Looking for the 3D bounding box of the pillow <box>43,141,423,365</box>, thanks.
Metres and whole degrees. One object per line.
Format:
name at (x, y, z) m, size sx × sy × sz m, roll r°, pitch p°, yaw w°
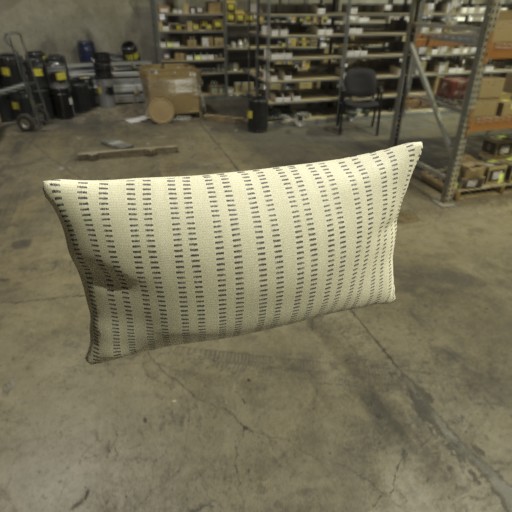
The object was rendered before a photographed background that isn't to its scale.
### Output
pillow at (0.000, 0.000, 0.790) m, size 0.640 × 0.353 × 0.210 m, roll -9°, pitch 32°, yaw -15°
